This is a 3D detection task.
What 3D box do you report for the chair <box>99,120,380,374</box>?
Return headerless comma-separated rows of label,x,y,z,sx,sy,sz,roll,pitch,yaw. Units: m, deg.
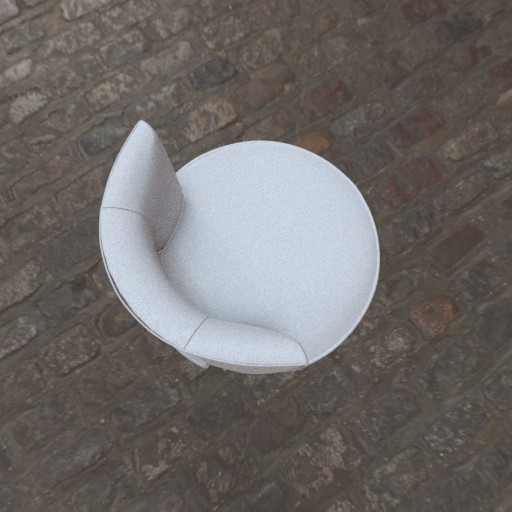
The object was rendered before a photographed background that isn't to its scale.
chair,0.000,0.000,1.227,0.665,0.723,0.650,-33,77,-9
